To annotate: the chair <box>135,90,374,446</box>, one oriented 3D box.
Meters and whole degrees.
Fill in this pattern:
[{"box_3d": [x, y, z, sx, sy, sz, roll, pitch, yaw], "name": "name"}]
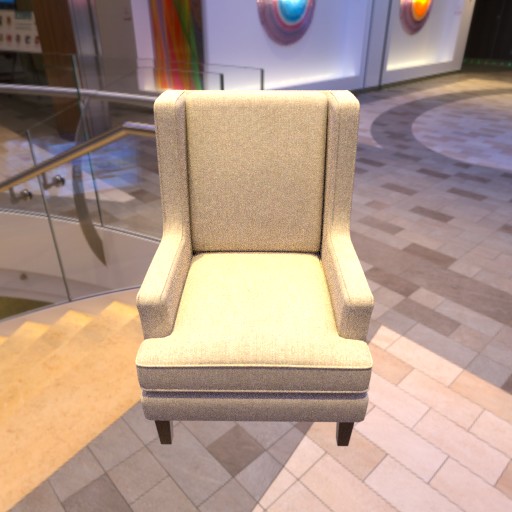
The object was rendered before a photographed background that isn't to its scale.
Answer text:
[{"box_3d": [0.000, 0.000, 1.708, 0.764, 1.082, 0.948, 0, 30, 1], "name": "chair"}]
